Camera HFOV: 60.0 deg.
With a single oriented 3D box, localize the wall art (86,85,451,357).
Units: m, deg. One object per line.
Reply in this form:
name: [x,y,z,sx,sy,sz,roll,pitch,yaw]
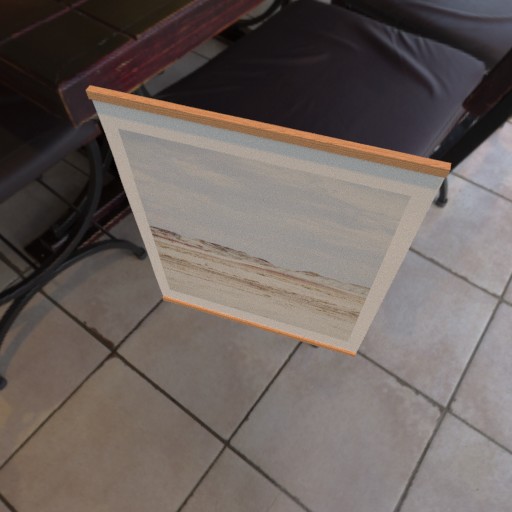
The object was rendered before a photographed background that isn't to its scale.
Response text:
wall art: [0.000,0.000,0.683,0.404,0.507,0.010,15,58,10]
